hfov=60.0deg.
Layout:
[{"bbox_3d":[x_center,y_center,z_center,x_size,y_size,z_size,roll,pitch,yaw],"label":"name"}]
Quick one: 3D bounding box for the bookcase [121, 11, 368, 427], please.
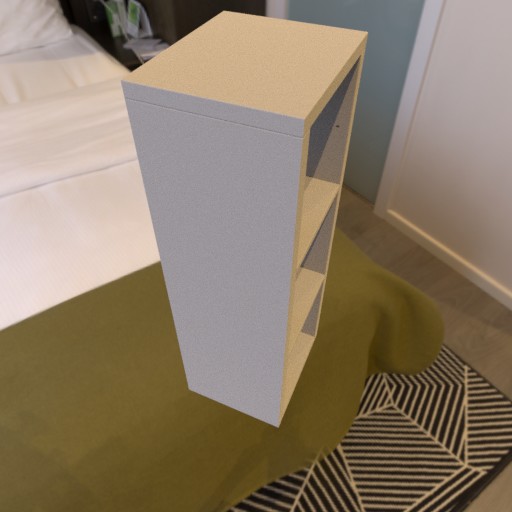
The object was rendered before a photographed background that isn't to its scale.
[{"bbox_3d":[0.000,0.000,1.213,0.330,1.080,0.390,17,48,16],"label":"bookcase"}]
